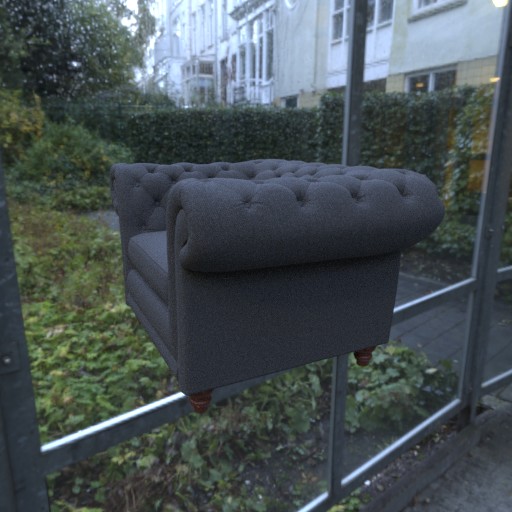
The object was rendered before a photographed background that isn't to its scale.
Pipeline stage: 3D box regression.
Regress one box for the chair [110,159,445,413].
[{"bbox_3d":[0.000,0.000,1.903,0.976,0.770,1.270,-7,16,-26],"label":"chair"}]
